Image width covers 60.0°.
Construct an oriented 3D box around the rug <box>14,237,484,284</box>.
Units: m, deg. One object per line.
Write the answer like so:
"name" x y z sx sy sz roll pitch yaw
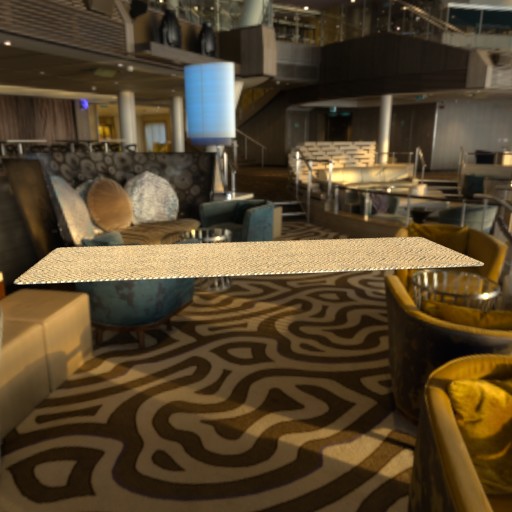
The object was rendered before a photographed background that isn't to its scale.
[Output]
"rug" 0.000 0.000 2.446 2.286 0.008 0.686 -2 15 -8
